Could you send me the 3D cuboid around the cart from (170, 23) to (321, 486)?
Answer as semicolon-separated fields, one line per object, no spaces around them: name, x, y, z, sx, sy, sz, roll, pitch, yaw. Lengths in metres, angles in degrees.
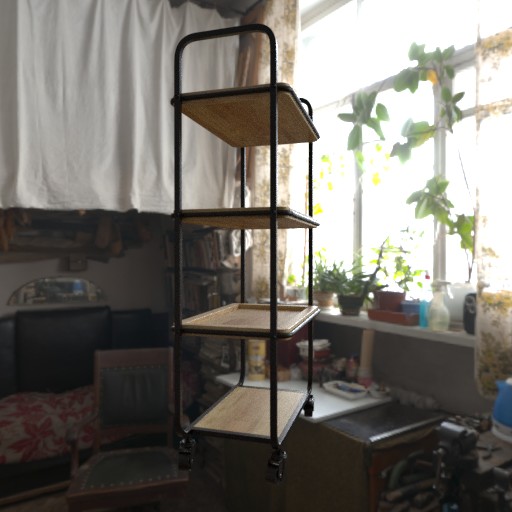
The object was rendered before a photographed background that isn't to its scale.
cart;0.000;0.000;1.309;0.321;1.080;0.545;0;1;17
